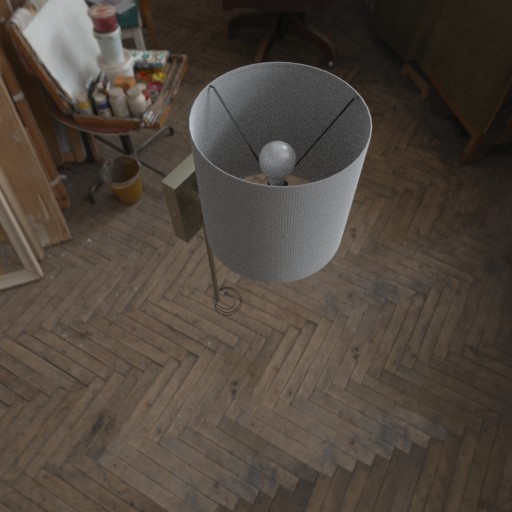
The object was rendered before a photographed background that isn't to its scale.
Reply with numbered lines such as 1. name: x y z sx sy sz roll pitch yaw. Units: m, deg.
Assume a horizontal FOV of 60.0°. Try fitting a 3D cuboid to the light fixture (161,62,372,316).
1. light fixture: 0.000 0.000 0.714 0.248 0.589 0.188 31 63 18
